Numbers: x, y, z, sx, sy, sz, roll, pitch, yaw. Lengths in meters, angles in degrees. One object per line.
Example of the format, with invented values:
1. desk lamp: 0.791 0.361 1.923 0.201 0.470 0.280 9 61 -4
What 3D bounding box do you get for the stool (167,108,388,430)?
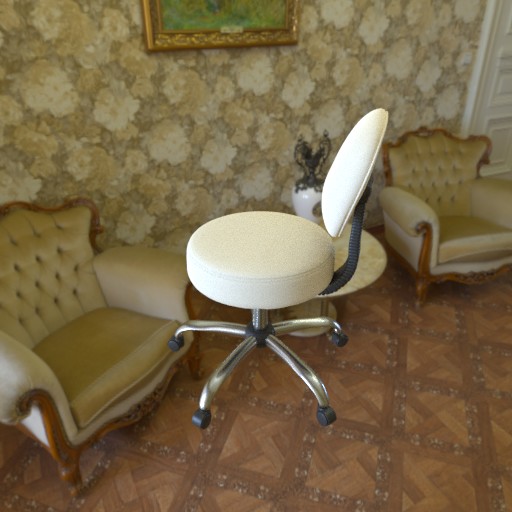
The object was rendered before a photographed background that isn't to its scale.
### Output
1. stool: 0.000 0.000 1.259 0.616 0.810 0.609 8 30 14
